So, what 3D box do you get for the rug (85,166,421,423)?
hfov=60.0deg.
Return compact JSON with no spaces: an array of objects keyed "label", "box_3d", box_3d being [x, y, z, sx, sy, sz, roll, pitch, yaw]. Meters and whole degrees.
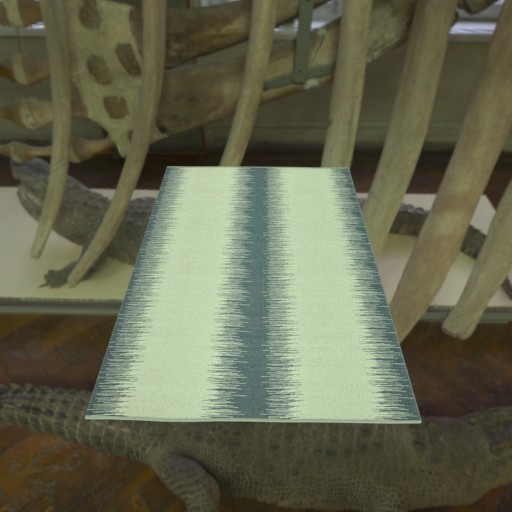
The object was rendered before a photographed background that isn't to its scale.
[{"label":"rug","box_3d":[0.000,0.000,2.315,1.234,0.006,1.854,0,41,1]}]
